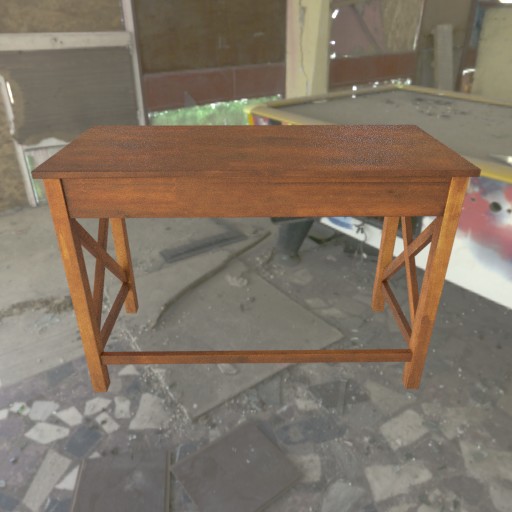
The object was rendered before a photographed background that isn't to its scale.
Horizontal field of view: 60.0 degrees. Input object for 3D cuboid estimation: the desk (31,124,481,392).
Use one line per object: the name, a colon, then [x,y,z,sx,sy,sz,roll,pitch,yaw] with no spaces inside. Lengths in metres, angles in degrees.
desk: [0.000,0.000,1.503,1.117,0.762,0.508,0,29,-1]
